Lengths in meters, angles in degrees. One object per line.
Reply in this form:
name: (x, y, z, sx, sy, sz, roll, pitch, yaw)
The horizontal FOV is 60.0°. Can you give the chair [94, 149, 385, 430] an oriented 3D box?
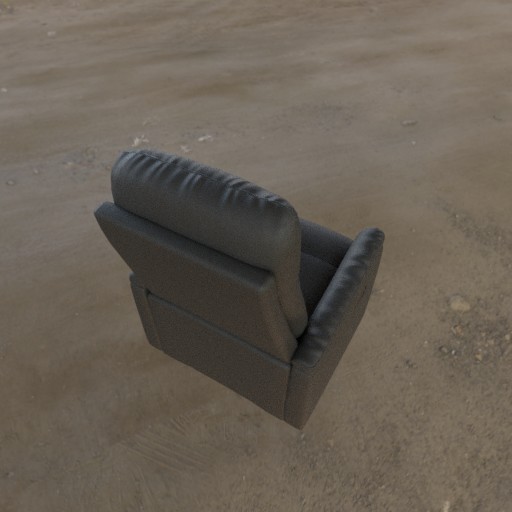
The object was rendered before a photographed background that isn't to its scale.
chair: (0.000, 0.000, 1.635, 0.775, 1.082, 0.831, 23, 51, 21)
